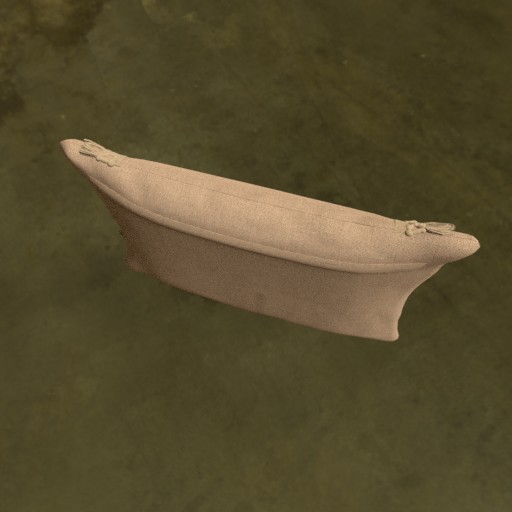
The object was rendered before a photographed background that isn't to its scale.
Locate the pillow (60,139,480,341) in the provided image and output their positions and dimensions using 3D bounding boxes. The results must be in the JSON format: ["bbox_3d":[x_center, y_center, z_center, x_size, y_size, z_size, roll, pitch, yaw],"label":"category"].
[{"bbox_3d":[0.000,0.000,0.598,0.466,0.305,0.084,15,62,8],"label":"pillow"}]
